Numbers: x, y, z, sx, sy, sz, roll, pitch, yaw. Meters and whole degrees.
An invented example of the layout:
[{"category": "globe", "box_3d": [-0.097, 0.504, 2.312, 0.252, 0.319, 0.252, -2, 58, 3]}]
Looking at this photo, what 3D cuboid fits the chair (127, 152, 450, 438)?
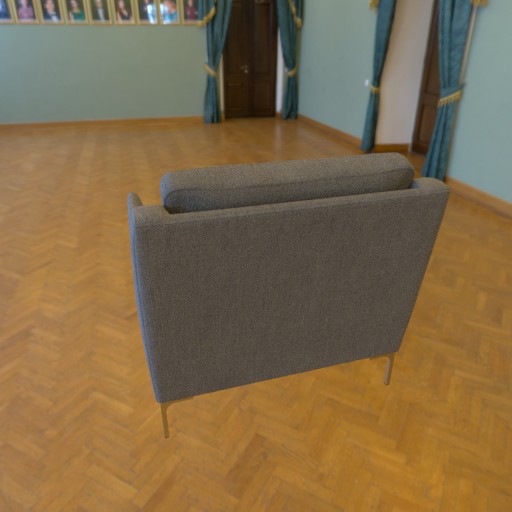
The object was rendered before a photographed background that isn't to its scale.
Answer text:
[{"category": "chair", "box_3d": [0.000, 0.000, 1.563, 0.847, 0.828, 0.849, -8, 28, -15]}]
